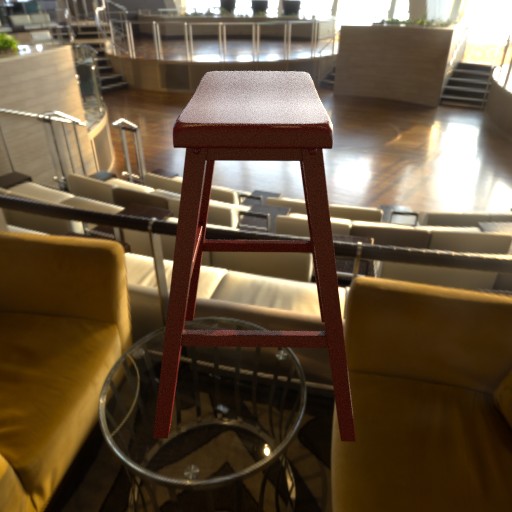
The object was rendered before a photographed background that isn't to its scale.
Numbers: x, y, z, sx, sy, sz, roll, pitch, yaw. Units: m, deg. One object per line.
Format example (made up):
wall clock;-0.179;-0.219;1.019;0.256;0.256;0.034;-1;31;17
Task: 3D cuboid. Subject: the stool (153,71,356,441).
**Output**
stool;0.000;0.000;1.039;0.476;0.737;0.457;1;32;1
